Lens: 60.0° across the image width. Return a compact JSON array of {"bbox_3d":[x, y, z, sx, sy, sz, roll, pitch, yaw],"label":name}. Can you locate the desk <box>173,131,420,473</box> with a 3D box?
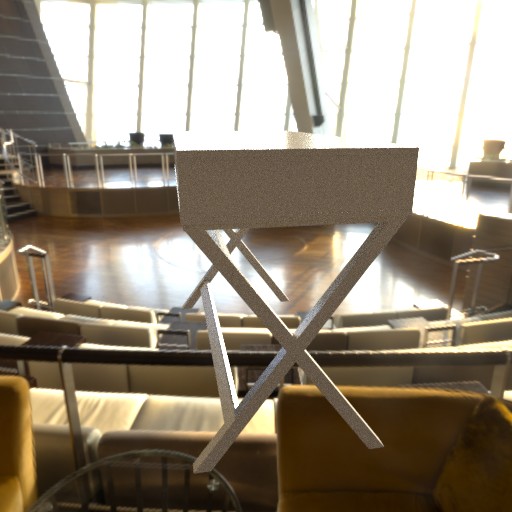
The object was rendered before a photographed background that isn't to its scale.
[{"bbox_3d":[0.000,0.000,1.501,0.509,0.780,1.059,-3,18,-10],"label":"desk"}]
